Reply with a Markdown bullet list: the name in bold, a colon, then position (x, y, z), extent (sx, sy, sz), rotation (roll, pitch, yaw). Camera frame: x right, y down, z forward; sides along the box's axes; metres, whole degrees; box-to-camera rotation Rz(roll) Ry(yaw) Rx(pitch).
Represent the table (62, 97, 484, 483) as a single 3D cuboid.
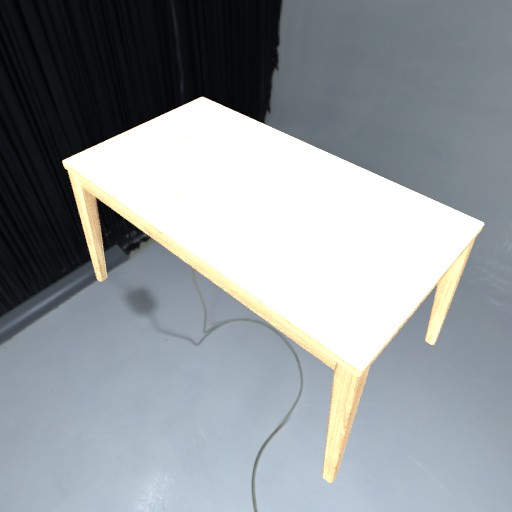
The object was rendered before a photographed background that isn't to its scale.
- **table**: position (0.000, 0.000, 2.062), extent (1.600, 0.760, 0.900), rotation (33, 54, 28)
